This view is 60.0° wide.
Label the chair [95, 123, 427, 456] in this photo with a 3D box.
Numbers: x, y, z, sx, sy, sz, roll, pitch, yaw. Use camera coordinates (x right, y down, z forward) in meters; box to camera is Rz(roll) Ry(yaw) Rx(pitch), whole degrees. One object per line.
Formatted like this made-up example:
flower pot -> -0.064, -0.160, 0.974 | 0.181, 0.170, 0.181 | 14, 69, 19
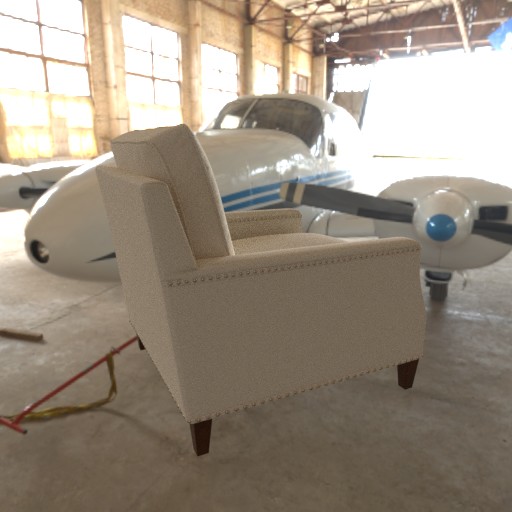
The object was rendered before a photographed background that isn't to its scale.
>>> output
chair -> 0.000, 0.000, 1.699 | 1.014, 0.943, 0.853 | -7, 16, -26
